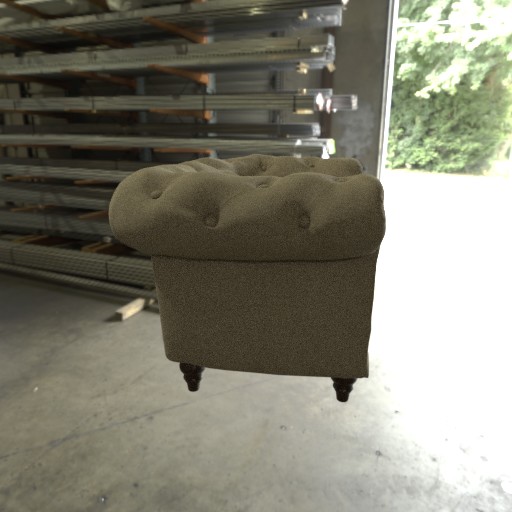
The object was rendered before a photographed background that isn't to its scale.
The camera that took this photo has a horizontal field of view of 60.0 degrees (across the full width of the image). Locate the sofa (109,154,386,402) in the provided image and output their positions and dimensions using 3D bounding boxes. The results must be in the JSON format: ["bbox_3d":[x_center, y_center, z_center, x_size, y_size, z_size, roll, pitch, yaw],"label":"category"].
[{"bbox_3d":[0.000,0.000,2.064,1.034,0.878,1.405,3,16,9],"label":"sofa"}]
